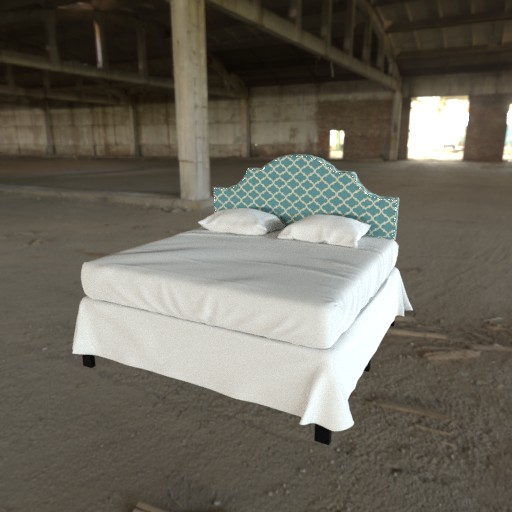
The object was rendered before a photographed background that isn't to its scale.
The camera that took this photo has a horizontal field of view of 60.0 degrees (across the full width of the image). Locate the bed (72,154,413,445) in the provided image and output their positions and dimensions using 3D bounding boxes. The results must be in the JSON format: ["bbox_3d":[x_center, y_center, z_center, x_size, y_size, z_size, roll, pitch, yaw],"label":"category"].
[{"bbox_3d":[0.000,0.000,3.719,2.314,1.601,2.222,8,17,27],"label":"bed"}]
